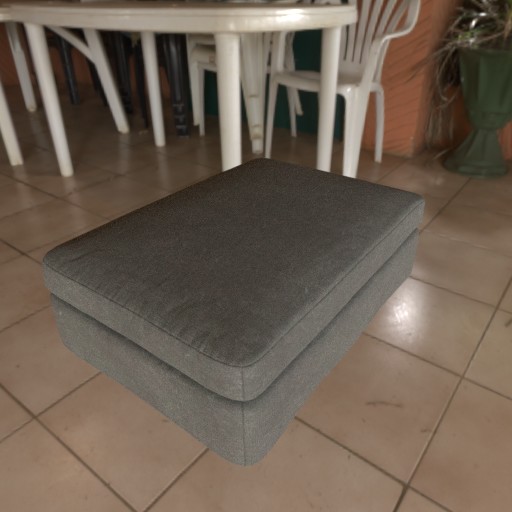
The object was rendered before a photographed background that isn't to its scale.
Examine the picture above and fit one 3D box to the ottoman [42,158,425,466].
[{"bbox_3d":[0.000,0.000,1.609,0.840,0.429,1.199,21,37,31],"label":"ottoman"}]
